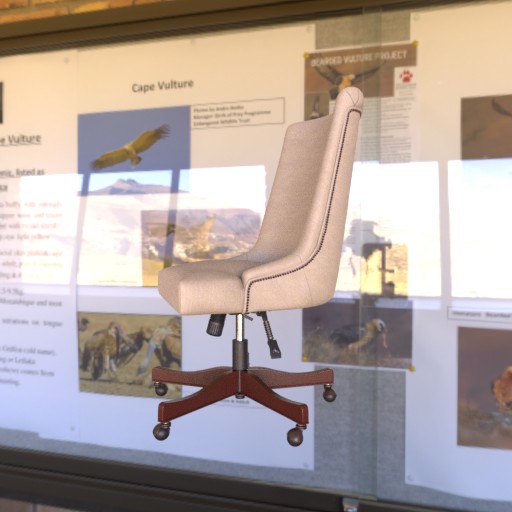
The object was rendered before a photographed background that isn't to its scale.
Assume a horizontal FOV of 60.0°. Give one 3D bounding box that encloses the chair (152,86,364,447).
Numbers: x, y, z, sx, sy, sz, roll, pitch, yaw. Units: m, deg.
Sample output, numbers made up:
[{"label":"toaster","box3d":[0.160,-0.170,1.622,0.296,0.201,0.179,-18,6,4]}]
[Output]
[{"label":"chair","box3d":[0.000,0.000,1.460,0.696,1.010,0.645,0,1,-18]}]
